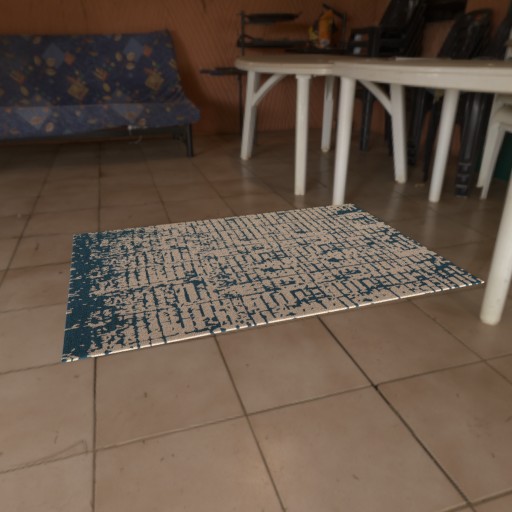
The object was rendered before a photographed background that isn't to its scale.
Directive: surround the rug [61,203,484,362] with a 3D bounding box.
[{"bbox_3d":[0.000,0.000,2.318,1.828,0.007,1.220,-8,26,-17],"label":"rug"}]
